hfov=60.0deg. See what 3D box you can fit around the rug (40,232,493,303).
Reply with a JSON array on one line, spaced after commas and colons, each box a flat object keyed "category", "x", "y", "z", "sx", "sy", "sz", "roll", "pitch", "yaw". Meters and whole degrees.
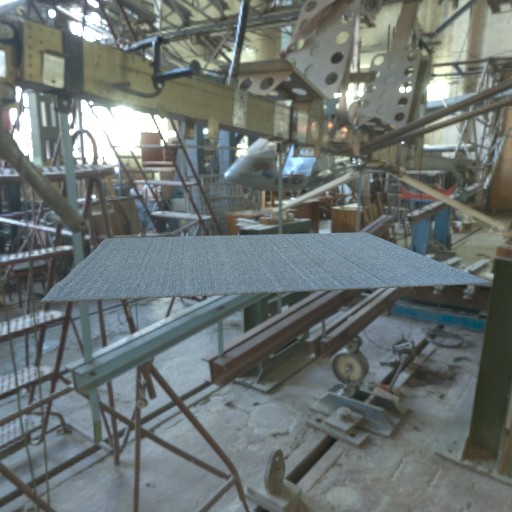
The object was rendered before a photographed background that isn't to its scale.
[{"category": "rug", "x": 0.000, "y": 0.000, "z": 4.240, "sx": 3.200, "sy": 0.007, "sz": 2.443, "roll": -2, "pitch": 12, "yaw": -8}]
